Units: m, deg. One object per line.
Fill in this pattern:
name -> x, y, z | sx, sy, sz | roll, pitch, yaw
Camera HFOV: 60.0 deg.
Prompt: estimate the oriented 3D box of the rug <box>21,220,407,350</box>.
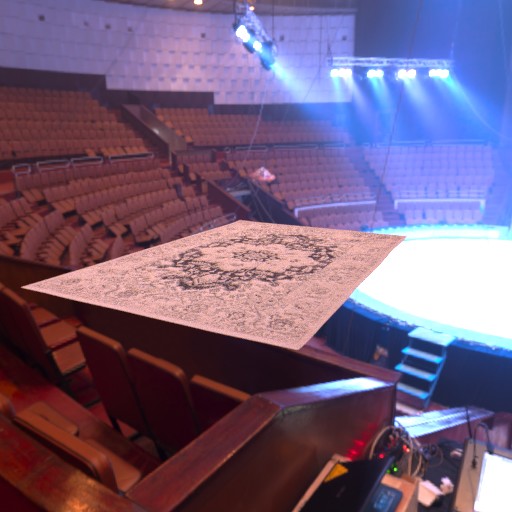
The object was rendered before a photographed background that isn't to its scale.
rug -> 0.000, 0.000, 2.305 | 1.223, 0.008, 1.813 | 7, 16, 27
